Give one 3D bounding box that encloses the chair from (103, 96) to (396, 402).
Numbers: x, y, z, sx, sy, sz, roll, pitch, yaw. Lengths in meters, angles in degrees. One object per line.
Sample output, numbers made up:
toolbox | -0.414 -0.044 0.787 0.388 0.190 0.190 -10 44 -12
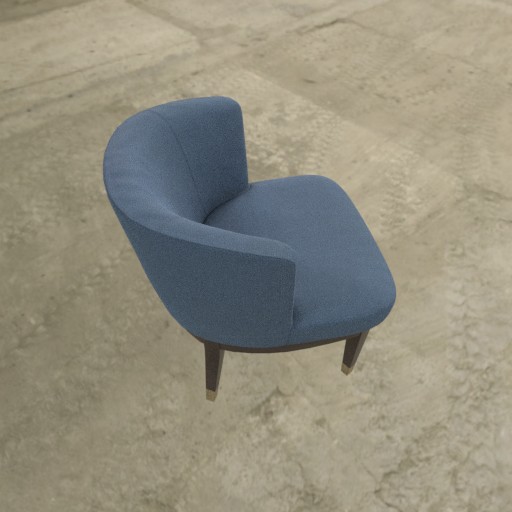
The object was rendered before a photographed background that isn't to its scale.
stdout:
chair | 0.000 0.000 1.310 0.702 0.760 0.661 -9 47 -8
